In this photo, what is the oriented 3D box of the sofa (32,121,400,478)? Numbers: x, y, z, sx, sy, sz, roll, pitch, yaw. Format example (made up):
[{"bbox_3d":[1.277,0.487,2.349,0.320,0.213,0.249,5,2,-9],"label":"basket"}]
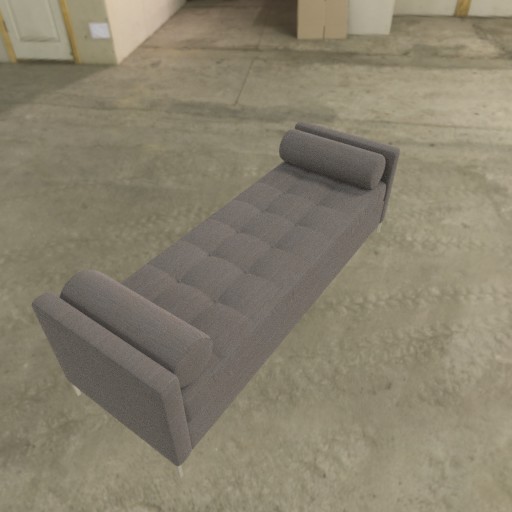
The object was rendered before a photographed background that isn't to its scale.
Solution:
[{"bbox_3d":[0.000,0.000,2.312,0.686,0.635,1.981,25,46,26],"label":"sofa"}]
